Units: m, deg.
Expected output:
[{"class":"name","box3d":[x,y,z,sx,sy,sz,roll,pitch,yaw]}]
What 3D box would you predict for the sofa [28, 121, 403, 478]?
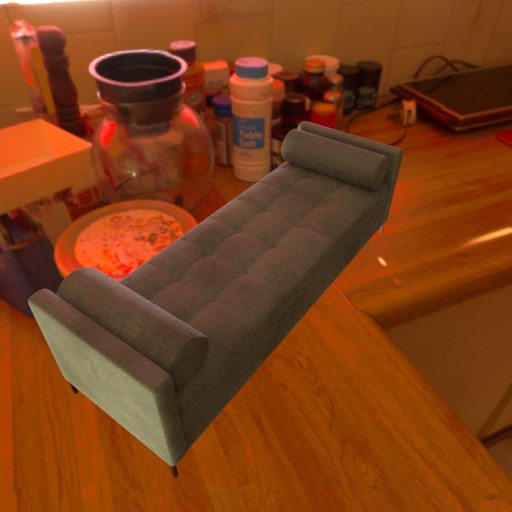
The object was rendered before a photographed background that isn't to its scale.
[{"class":"sofa","box3d":[0.000,0.000,2.297,0.686,0.635,1.981,25,47,27]}]
